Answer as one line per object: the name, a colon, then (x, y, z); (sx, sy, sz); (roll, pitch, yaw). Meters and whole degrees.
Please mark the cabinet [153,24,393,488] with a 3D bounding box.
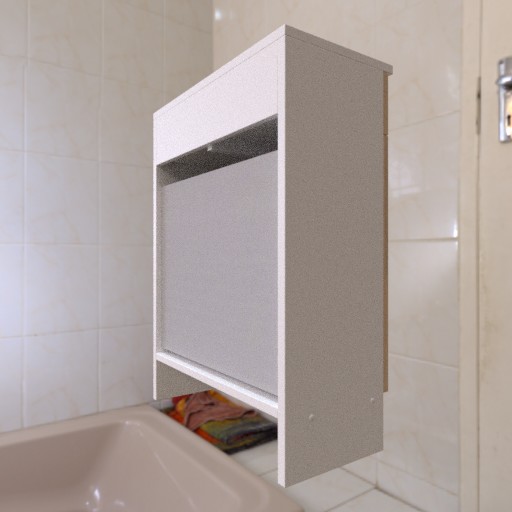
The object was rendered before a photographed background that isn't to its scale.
cabinet: (0.000, 0.000, 1.106); (0.296, 0.815, 0.600); (0, 0, -35)
